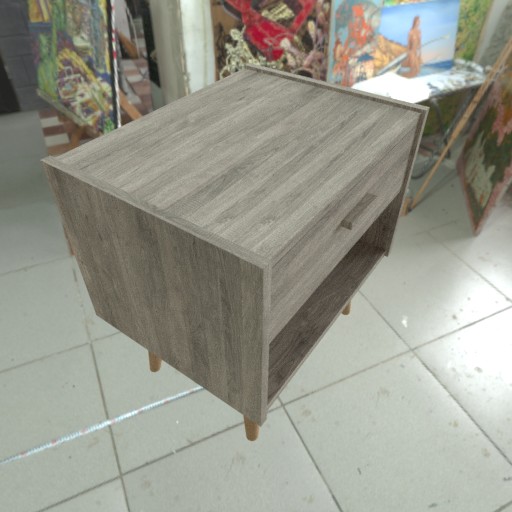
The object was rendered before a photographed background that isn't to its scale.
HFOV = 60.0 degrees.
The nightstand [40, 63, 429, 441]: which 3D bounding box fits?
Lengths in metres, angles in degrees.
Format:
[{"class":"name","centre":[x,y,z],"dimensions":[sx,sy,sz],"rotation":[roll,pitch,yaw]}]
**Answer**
[{"class":"nightstand","centre":[0.000,0.000,0.833],"dimensions":[0.380,0.500,0.480],"rotation":[26,48,26]}]
